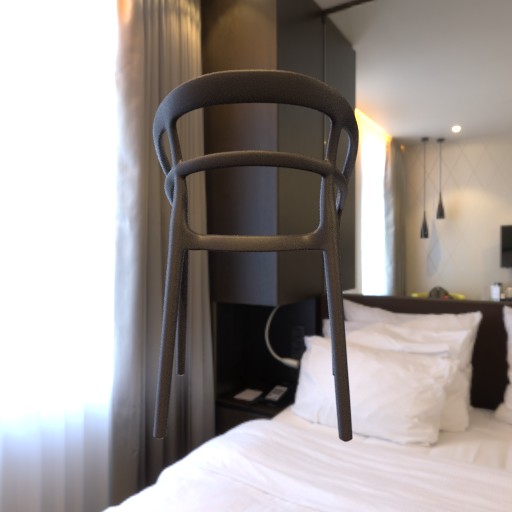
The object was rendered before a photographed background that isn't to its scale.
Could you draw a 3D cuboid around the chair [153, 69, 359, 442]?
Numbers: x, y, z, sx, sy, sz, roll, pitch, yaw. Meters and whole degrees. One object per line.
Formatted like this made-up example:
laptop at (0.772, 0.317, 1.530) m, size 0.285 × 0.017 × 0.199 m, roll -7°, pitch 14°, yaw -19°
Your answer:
chair at (0.000, 0.000, 1.162) m, size 0.559 × 0.761 × 0.527 m, roll 0°, pitch 1°, yaw 2°
